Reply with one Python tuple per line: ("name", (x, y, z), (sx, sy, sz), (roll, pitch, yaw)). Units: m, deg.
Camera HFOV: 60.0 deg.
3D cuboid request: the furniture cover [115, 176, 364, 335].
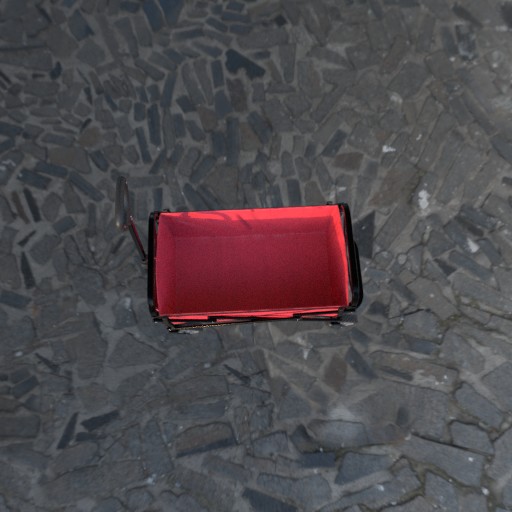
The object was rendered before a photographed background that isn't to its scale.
("furniture cover", (0.000, 0.000, 1.824), (1.038, 1.295, 0.532), (-3, 74, -1))
